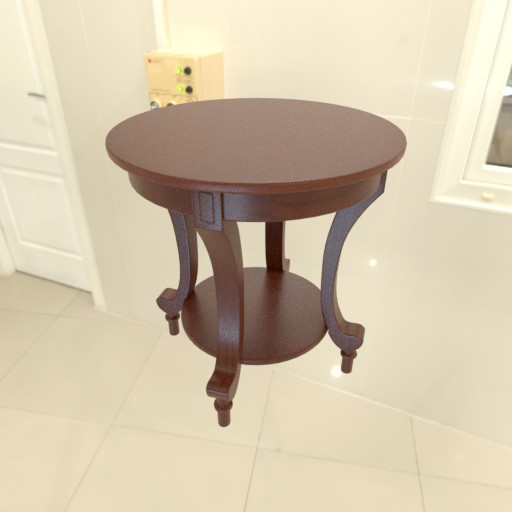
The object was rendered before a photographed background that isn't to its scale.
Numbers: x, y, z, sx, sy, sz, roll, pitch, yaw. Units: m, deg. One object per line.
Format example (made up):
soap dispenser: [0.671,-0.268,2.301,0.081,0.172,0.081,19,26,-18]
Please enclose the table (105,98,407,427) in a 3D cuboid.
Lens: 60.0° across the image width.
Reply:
table: [0.000,0.000,1.070,0.597,0.612,0.597,0,31,0]
